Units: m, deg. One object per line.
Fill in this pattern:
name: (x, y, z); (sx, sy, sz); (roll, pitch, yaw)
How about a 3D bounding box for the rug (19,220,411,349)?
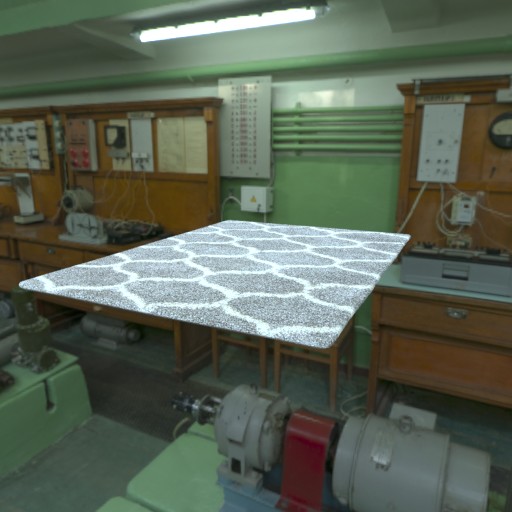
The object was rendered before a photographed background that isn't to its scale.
rug: (0.000, 0.000, 2.093); (1.200, 0.025, 1.600); (7, 15, 25)
